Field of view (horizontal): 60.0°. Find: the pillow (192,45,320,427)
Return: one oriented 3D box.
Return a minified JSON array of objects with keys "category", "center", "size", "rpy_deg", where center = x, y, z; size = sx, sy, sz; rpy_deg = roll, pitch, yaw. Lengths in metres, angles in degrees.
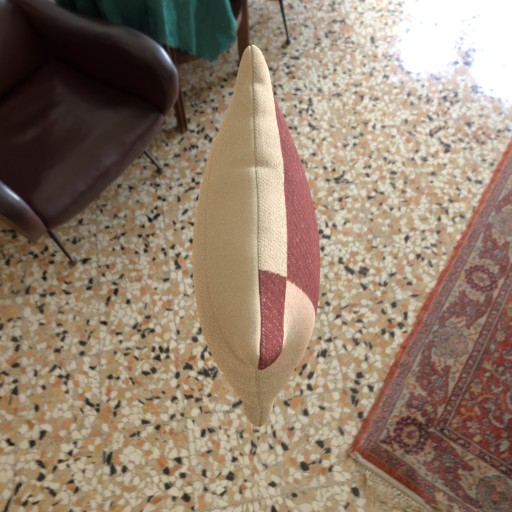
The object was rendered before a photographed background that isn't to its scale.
[{"category":"pillow","center":[0.000,0.000,0.810],"size":[0.229,0.506,0.536],"rpy_deg":[-1,63,-1]}]
